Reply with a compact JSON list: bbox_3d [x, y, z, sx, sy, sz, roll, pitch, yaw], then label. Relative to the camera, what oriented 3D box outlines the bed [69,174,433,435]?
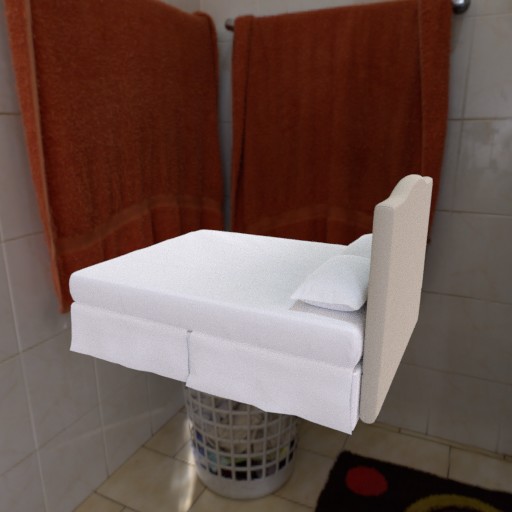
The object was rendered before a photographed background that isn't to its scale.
[{"bbox_3d":[0.000,0.000,3.717,2.477,1.437,1.977,8,18,26],"label":"bed"}]
